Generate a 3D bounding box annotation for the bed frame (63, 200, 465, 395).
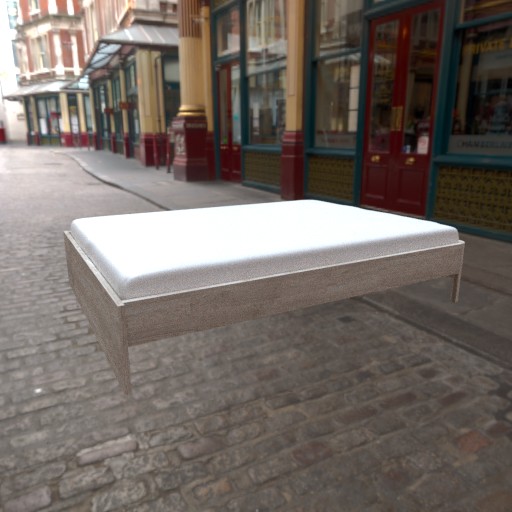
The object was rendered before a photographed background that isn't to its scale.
[{"bbox_3d":[0.000,0.000,2.664,1.950,0.462,1.490,-8,17,-28],"label":"bed frame"}]
